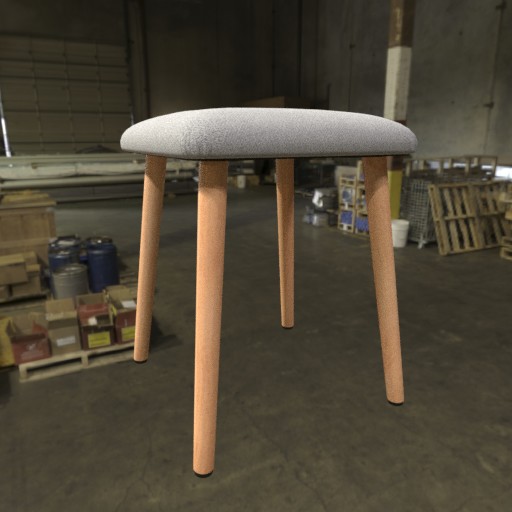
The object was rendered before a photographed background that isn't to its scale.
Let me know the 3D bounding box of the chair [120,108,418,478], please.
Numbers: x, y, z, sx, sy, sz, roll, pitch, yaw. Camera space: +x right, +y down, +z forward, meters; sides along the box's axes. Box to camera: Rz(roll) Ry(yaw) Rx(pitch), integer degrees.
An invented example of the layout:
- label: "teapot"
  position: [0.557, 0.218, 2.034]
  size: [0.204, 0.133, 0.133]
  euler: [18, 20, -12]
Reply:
- label: "chair"
  position: [0.000, 0.000, 0.703]
  size: [0.350, 0.440, 0.350]
  euler: [-8, 17, -27]
